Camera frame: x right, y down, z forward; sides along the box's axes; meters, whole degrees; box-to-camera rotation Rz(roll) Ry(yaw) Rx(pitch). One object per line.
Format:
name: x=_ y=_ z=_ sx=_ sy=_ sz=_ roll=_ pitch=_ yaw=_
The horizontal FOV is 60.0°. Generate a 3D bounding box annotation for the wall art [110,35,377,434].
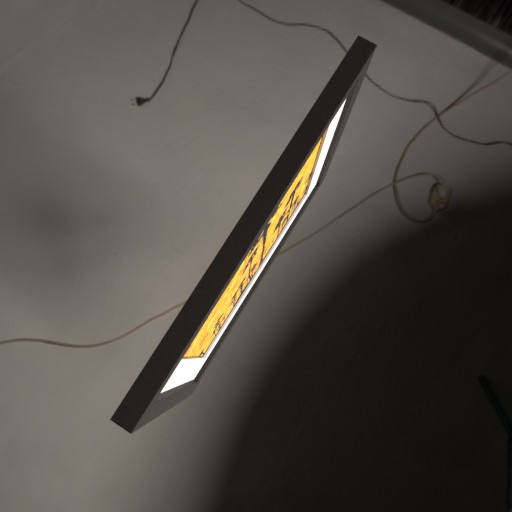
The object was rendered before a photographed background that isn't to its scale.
wall art: x=0.000 y=0.000 z=0.753 sx=0.028 sy=0.460 sz=0.561 roll=31 pitch=79 yaw=6
